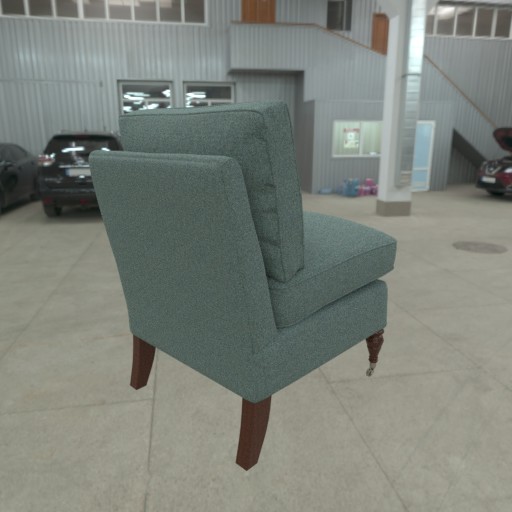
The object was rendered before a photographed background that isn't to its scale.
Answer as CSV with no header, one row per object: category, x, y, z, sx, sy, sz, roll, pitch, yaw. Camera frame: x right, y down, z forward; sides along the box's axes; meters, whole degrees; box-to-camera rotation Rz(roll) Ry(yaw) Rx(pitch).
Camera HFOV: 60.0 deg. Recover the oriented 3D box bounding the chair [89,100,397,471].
chair,0.000,0.000,1.425,0.624,0.901,0.796,14,21,43
